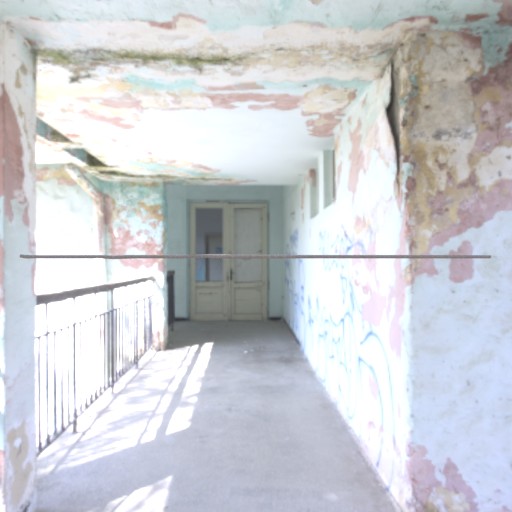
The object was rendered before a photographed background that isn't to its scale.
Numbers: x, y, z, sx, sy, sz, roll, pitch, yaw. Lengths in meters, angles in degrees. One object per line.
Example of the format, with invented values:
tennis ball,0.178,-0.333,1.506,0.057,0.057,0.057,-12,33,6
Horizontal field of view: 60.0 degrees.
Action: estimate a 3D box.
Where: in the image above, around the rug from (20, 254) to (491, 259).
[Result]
rug,0.000,0.000,4.024,3.007,0.032,2.434,0,0,0
